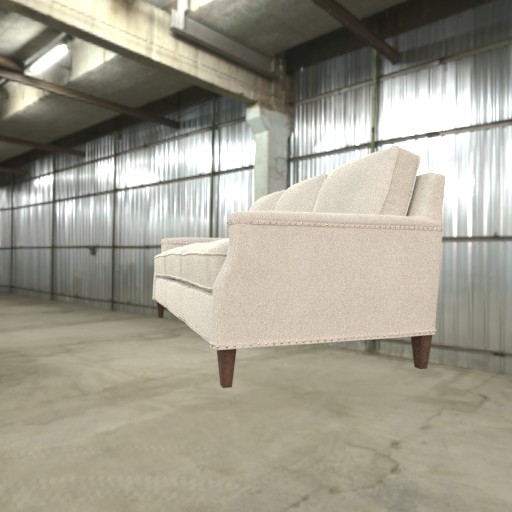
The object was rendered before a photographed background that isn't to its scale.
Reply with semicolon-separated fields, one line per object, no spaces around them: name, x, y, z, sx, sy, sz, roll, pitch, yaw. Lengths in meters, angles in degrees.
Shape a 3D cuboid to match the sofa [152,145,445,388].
sofa;0.000;0.000;2.822;1.084;1.003;2.246;0;-1;-19
